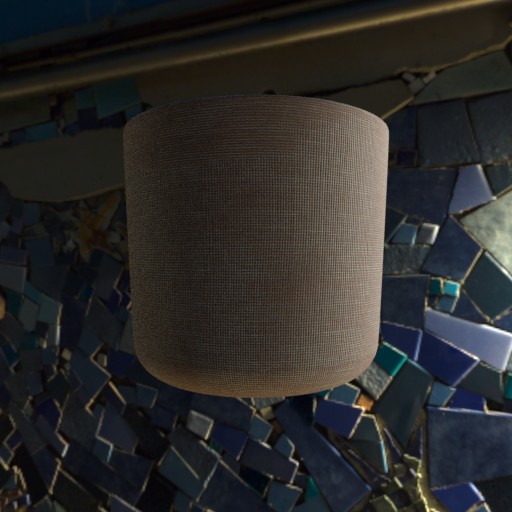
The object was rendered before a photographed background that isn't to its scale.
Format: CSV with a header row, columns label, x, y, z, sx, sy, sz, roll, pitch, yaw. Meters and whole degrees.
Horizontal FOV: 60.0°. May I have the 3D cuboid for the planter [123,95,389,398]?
label,x,y,z,sx,sy,sz,roll,pitch,yaw
planter,0.000,0.000,0.766,0.440,0.398,0.440,0,0,0
